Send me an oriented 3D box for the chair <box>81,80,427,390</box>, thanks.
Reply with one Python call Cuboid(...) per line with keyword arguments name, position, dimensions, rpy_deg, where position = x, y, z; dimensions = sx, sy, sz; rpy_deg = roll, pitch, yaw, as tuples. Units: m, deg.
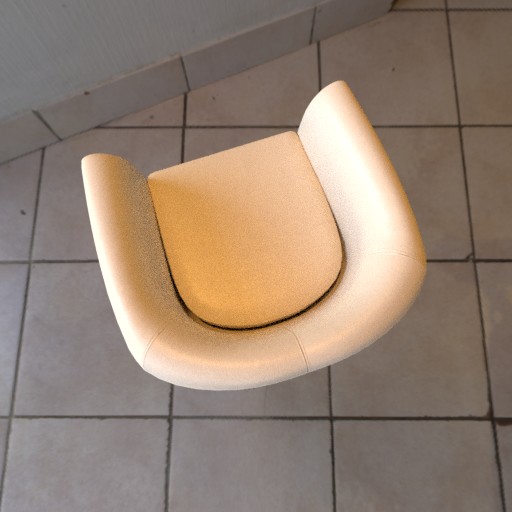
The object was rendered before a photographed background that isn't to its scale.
Cuboid(name="chair", position=(0.000, 0.000, 1.382), dimensions=(0.792, 0.756, 0.727), rpy_deg=(-18, 77, -4))
